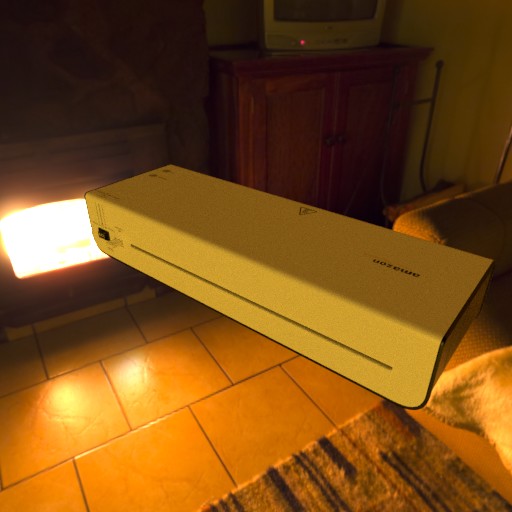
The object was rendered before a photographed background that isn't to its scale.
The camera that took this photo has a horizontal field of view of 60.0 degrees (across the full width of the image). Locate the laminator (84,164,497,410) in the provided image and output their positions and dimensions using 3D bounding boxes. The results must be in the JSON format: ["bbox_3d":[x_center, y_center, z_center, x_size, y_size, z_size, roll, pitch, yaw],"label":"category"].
[{"bbox_3d":[0.000,0.000,0.379,0.340,0.062,0.123,22,37,33],"label":"laminator"}]
